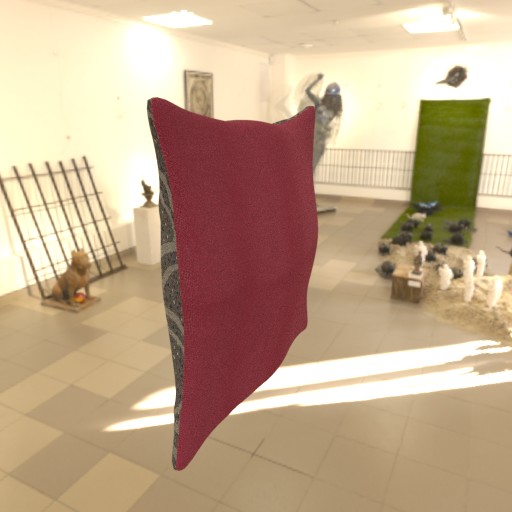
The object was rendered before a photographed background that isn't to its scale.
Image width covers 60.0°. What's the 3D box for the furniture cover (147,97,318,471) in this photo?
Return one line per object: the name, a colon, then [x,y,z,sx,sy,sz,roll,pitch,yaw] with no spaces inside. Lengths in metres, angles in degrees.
furniture cover: [0.000,0.000,0.781,0.163,0.513,0.514,9,20,25]
